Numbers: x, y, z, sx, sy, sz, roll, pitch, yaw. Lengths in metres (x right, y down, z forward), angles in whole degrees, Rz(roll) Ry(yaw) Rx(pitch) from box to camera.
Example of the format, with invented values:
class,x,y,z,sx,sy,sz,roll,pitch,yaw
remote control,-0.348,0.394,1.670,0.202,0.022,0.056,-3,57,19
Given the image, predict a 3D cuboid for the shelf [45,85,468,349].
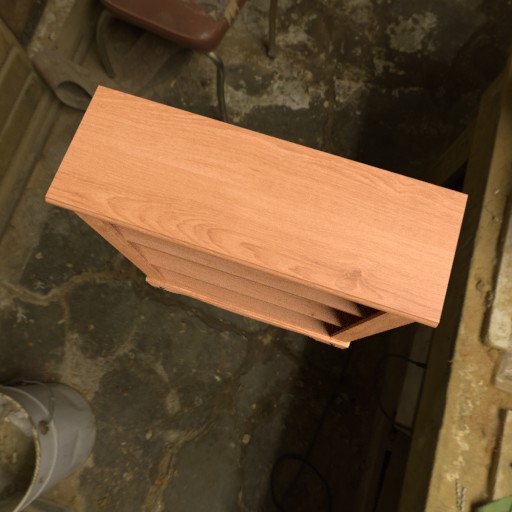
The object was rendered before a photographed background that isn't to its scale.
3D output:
class,x,y,z,sx,sy,sz,roll,pitch,yaw
shelf,0.000,0.000,1.402,0.840,0.980,0.291,18,76,4
